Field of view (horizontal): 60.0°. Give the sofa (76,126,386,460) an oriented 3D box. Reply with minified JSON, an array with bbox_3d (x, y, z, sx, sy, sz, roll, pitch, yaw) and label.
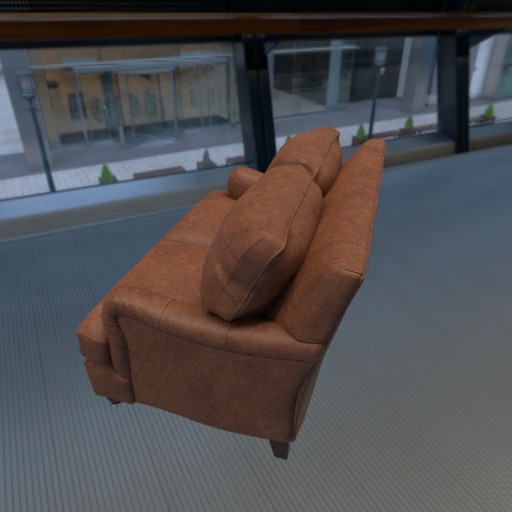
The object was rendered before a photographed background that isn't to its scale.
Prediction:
[{"bbox_3d":[0.000,0.000,2.189,1.077,1.004,1.527,9,32,14],"label":"sofa"}]
